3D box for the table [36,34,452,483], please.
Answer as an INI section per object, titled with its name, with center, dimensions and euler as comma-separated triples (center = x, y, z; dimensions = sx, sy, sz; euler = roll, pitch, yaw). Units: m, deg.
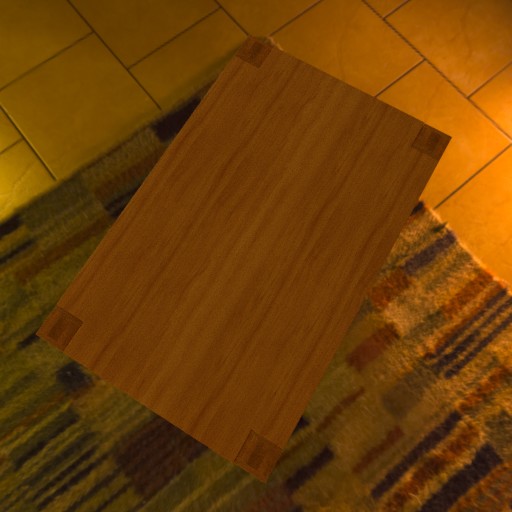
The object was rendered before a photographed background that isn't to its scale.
[table]
center = 0.000, 0.000, 1.956
dimensions = 0.900, 0.760, 1.400
euler = 30, 78, 7
